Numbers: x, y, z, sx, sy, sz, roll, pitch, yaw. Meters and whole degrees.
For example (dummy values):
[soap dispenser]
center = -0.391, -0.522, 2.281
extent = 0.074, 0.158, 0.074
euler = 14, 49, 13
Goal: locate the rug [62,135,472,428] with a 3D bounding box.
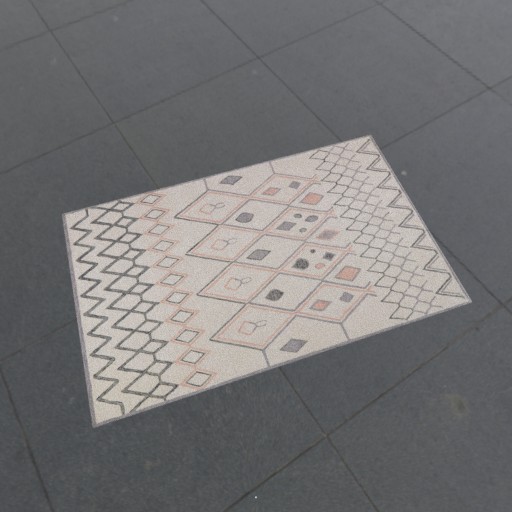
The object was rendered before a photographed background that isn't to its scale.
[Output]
[rug]
center = 0.000, 0.000, 3.025
extent = 2.438, 0.015, 1.524
euler = -16, 63, -9
